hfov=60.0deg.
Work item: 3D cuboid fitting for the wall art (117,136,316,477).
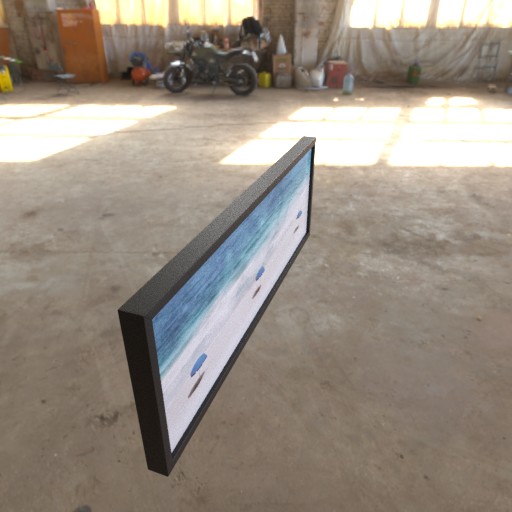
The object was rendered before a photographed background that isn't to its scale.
[{"bbox_3d":[0.000,0.000,0.951,0.037,0.303,0.860,10,31,18],"label":"wall art"}]
